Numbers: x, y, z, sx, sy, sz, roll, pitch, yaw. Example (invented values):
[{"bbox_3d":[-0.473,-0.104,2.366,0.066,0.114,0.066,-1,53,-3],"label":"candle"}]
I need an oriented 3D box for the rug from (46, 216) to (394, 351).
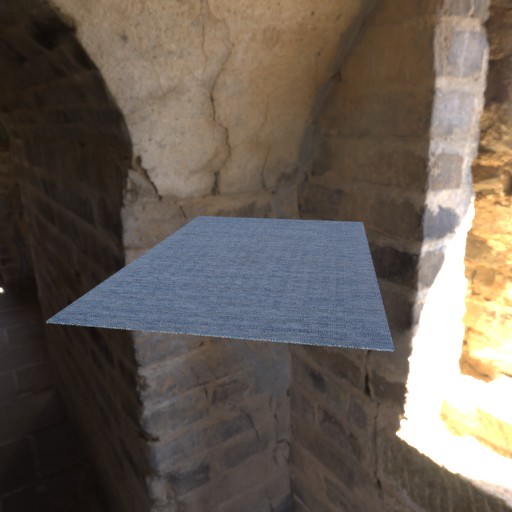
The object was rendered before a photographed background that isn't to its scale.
[{"bbox_3d":[0.000,0.000,2.237,1.142,0.006,1.752,3,17,10],"label":"rug"}]
